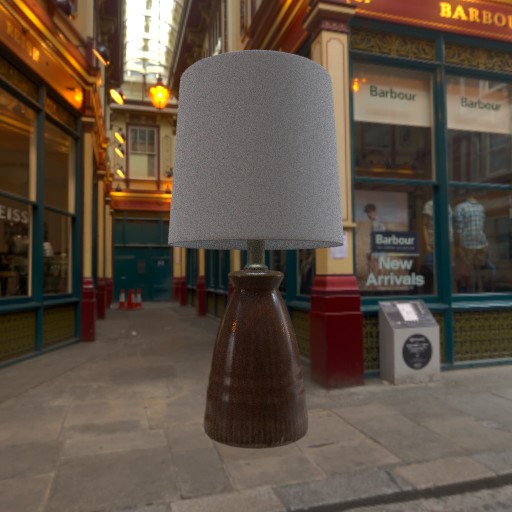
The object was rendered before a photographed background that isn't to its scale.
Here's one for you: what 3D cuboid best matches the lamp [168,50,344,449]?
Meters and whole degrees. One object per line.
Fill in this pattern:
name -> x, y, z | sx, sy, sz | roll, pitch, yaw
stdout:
lamp -> 0.000, 0.000, 0.478 | 0.186, 0.369, 0.186 | 0, -2, 0
